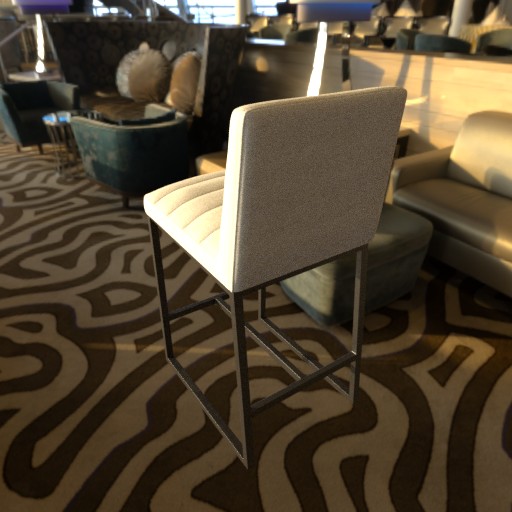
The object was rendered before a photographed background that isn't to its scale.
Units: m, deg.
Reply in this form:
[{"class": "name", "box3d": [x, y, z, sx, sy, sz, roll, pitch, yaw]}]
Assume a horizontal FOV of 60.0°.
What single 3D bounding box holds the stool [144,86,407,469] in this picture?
[{"class": "stool", "box3d": [0.000, 0.000, 1.295, 0.459, 0.971, 0.567, -19, 34, -30]}]
